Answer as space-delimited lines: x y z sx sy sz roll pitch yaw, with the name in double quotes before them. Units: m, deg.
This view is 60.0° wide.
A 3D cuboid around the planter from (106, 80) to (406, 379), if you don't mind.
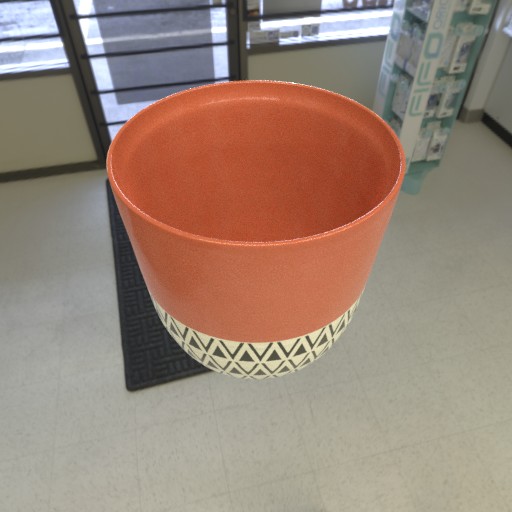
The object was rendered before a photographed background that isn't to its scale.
"planter" 0.000 0.000 0.372 0.195 0.214 0.195 0 46 0
